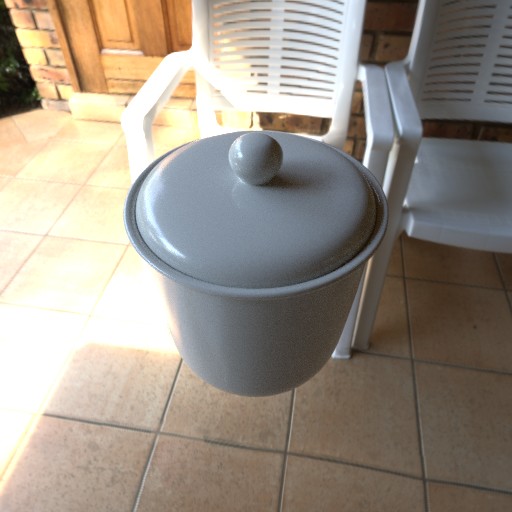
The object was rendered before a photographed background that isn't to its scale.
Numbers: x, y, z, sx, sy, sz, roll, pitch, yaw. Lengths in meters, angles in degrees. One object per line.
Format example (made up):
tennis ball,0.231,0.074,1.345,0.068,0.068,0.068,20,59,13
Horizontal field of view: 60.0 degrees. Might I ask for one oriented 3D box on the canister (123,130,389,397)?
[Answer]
canister,0.000,0.000,0.350,0.182,0.208,0.182,0,45,0
